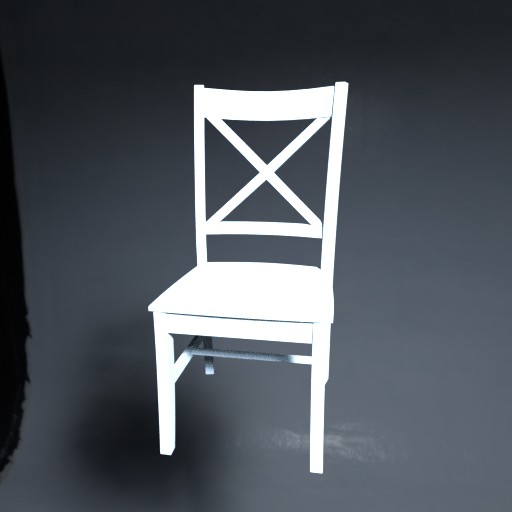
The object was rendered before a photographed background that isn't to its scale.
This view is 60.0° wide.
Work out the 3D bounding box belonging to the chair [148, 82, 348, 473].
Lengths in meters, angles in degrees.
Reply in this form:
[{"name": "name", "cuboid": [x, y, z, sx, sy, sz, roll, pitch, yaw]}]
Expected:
[{"name": "chair", "cuboid": [0.000, 0.000, 1.280, 0.485, 0.983, 0.542, 2, 15, 9]}]
